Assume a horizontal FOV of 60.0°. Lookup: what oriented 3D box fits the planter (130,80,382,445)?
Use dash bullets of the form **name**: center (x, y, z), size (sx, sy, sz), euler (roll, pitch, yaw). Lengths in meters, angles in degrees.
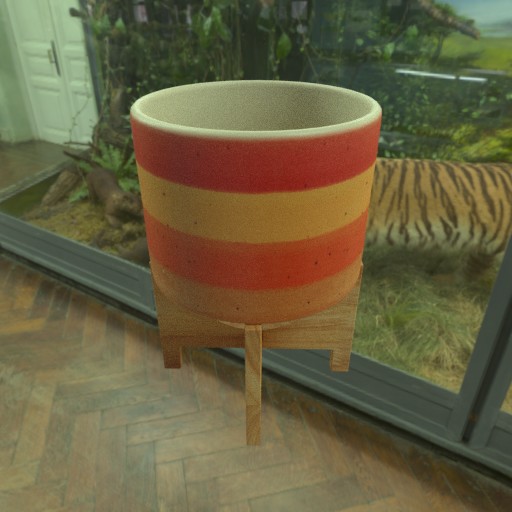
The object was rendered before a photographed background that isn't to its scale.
- **planter**: center (0.000, 0.000, 0.559), size (0.269, 0.379, 0.269), euler (0, 31, 0)
